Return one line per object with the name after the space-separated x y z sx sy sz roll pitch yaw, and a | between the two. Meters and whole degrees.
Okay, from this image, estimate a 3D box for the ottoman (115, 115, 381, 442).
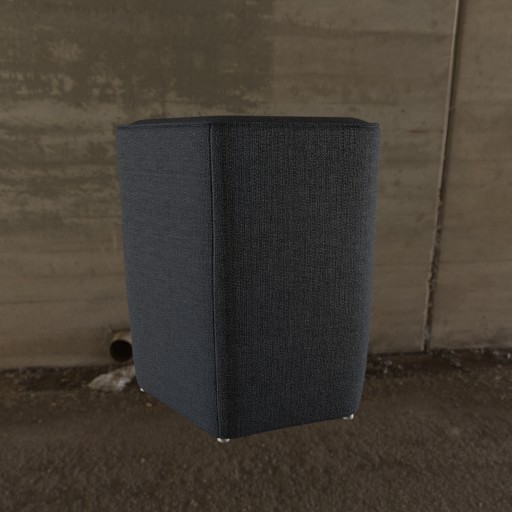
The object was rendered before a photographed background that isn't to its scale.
0.000 0.000 0.865 0.454 0.505 0.492 -13 19 -41 | ottoman
